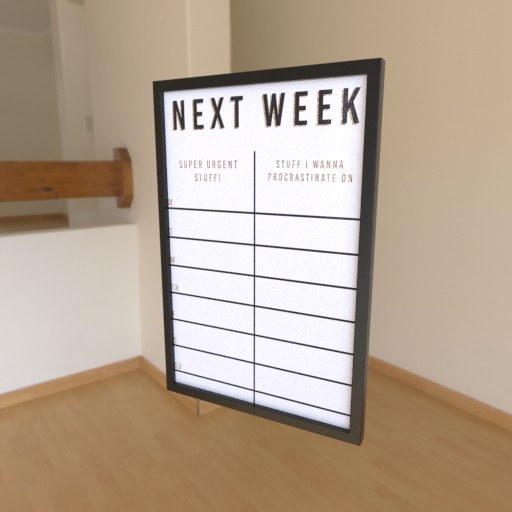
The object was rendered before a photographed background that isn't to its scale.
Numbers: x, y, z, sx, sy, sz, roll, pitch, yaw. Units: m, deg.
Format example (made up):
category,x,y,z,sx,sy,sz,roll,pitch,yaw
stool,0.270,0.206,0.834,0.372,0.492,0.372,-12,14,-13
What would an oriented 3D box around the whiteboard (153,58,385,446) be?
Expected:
category,x,y,z,sx,sy,sz,roll,pitch,yaw
whiteboard,0.000,0.000,0.782,0.406,0.611,0.026,6,14,26
